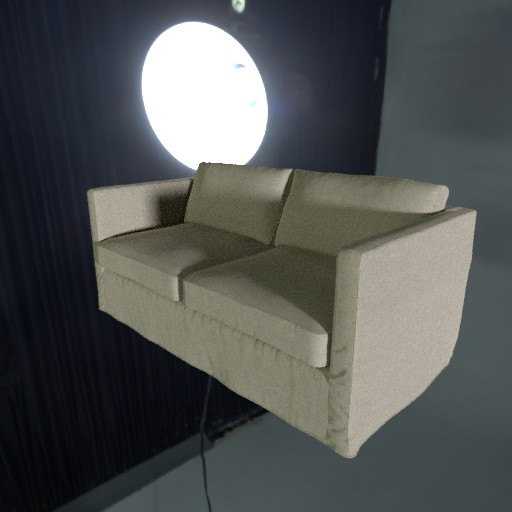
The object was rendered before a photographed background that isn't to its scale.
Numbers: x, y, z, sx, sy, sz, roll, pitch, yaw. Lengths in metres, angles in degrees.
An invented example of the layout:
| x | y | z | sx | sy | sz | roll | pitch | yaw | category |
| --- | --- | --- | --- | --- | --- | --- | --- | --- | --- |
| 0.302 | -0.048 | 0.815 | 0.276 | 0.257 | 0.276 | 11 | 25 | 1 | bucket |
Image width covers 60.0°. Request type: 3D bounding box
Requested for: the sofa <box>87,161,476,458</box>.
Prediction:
| x | y | z | sx | sy | sz | roll | pitch | yaw | category |
| --- | --- | --- | --- | --- | --- | --- | --- | --- | --- |
| 0.000 | 0.000 | 2.229 | 1.766 | 0.828 | 0.956 | 16 | 23 | 42 | sofa |
